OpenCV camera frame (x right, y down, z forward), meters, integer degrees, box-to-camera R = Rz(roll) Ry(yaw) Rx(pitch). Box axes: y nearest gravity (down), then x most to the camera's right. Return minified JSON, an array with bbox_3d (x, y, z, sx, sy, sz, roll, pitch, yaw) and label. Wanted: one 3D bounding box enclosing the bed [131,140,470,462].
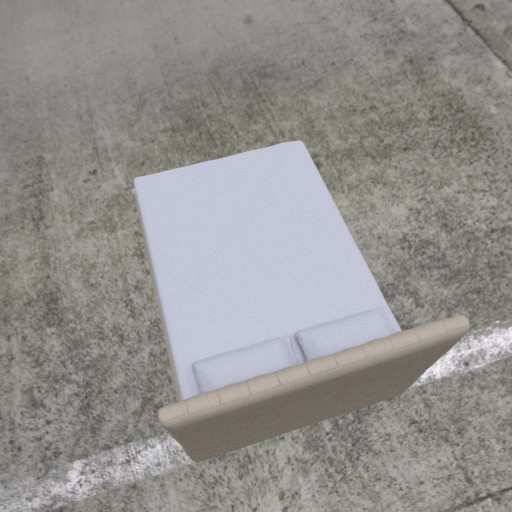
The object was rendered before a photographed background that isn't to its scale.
[{"bbox_3d":[0.000,0.000,3.397,1.698,1.427,2.387,-15,60,-9],"label":"bed"}]
